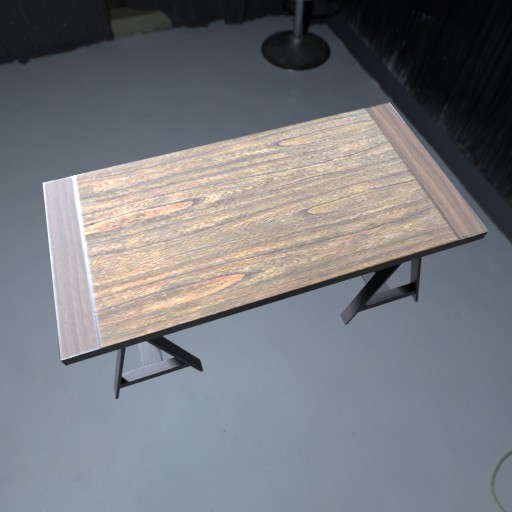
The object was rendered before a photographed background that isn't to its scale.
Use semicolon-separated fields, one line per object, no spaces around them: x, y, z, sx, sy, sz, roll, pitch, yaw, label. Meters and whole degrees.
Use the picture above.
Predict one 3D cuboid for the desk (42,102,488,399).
0.000;0.000;1.988;1.543;0.725;0.784;-16;58;-10;desk
